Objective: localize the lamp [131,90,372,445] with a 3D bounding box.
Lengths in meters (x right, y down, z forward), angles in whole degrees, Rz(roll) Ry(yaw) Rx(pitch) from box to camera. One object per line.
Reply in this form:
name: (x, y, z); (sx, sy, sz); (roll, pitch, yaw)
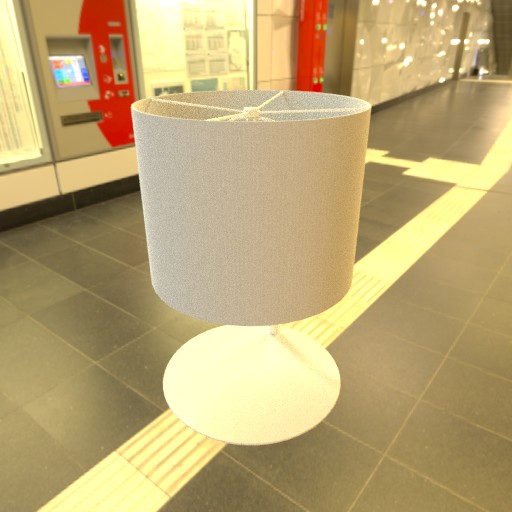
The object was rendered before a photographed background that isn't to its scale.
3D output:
lamp: (0.000, 0.000, 0.681); (0.299, 0.454, 0.341); (9, 27, 17)
